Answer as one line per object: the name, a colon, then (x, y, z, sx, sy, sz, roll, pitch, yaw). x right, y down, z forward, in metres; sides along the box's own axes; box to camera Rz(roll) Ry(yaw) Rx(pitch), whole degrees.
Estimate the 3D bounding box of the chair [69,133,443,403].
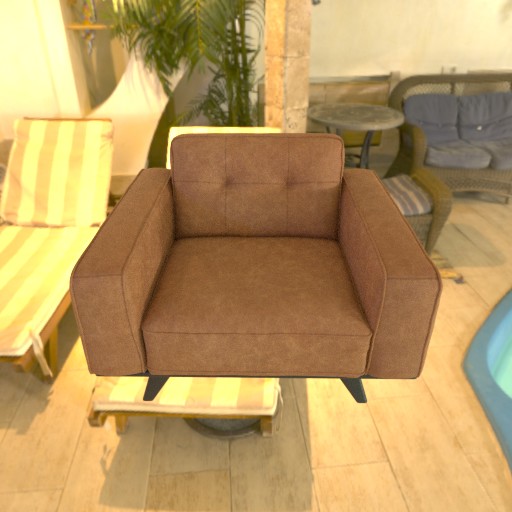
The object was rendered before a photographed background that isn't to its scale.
chair: (0.000, 0.000, 1.746, 1.118, 0.782, 0.952, 0, 30, 1)
